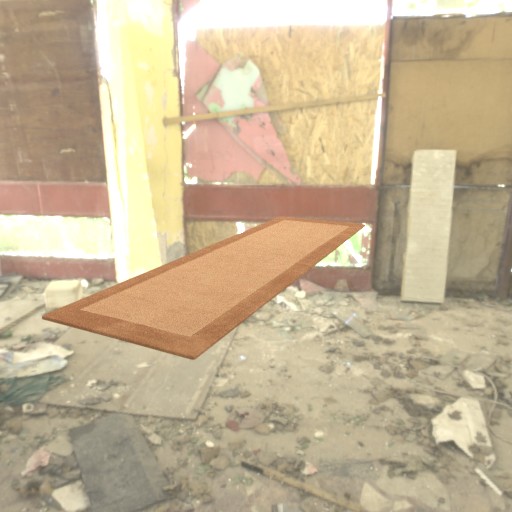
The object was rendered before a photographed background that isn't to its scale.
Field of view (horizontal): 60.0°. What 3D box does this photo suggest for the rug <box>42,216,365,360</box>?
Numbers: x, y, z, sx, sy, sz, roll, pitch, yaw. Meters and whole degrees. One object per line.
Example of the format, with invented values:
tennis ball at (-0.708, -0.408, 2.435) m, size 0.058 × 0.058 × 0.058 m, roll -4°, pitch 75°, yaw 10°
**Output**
rug at (0.000, 0.000, 2.709) m, size 0.764 × 0.017 × 2.439 m, roll 8°, pitch 18°, yaw 26°
